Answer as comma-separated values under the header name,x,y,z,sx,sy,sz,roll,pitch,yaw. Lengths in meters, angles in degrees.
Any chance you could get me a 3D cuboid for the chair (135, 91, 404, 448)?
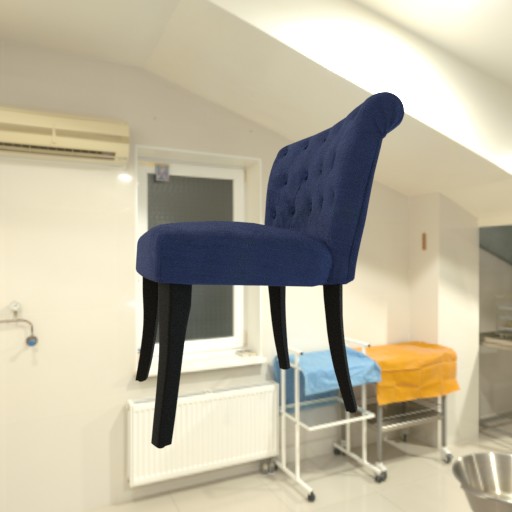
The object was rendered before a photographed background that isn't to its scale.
name,x,y,z,sx,sy,sz,roll,pitch,yaw
chair,0.000,0.000,1.194,0.606,0.753,0.585,0,0,-19
